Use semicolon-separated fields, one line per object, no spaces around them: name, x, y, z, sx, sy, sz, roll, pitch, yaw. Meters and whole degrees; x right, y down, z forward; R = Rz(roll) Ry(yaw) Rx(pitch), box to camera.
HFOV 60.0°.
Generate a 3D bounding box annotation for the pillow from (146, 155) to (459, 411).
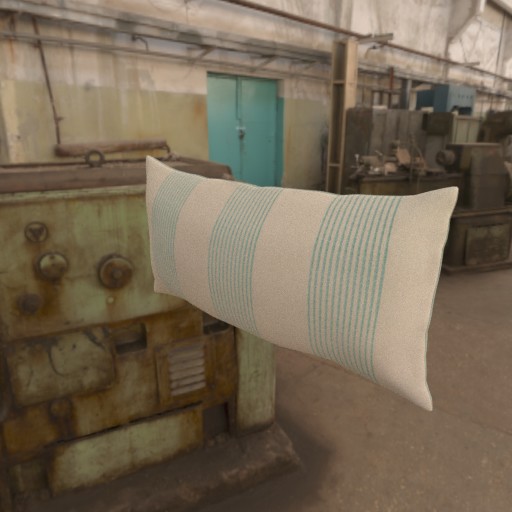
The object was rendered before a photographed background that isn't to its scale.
pillow;0.000;0.000;0.715;0.610;0.287;0.151;16;23;42
